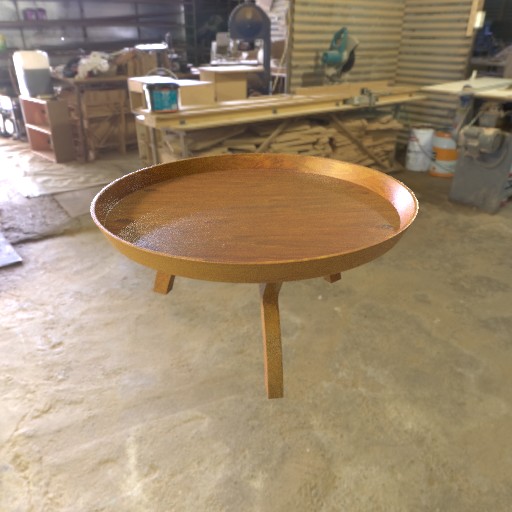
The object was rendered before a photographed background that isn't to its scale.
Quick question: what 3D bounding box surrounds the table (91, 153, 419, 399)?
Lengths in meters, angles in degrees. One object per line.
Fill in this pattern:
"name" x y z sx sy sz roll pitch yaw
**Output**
"table" 0.000 0.000 1.538 1.016 0.470 1.016 0 27 0
